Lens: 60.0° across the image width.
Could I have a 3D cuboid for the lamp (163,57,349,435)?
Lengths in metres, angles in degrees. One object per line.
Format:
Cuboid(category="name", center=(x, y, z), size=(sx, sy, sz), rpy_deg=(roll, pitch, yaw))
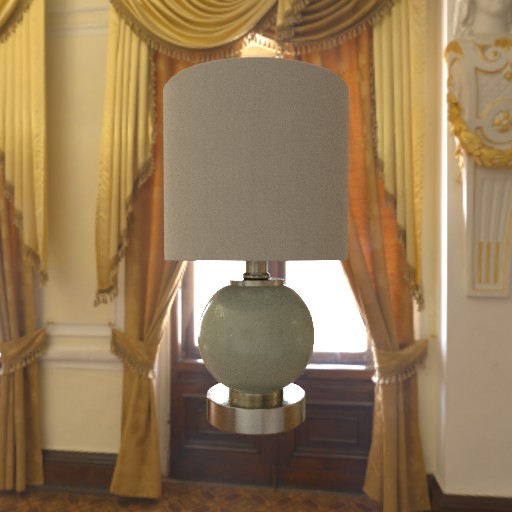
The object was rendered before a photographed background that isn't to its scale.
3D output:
Cuboid(category="lamp", center=(0.000, 0.000, 0.490), size=(0.201, 0.353, 0.201), rpy_deg=(0, 0, 20))
